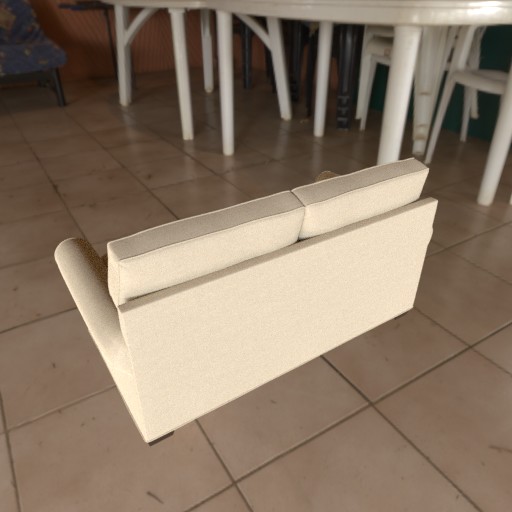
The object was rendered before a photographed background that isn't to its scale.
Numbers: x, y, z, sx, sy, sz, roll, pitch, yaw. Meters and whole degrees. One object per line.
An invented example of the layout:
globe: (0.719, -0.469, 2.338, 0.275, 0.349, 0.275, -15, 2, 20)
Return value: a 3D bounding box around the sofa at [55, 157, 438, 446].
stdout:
sofa: (0.000, 0.000, 2.280, 1.774, 0.933, 0.861, -19, 37, -28)
